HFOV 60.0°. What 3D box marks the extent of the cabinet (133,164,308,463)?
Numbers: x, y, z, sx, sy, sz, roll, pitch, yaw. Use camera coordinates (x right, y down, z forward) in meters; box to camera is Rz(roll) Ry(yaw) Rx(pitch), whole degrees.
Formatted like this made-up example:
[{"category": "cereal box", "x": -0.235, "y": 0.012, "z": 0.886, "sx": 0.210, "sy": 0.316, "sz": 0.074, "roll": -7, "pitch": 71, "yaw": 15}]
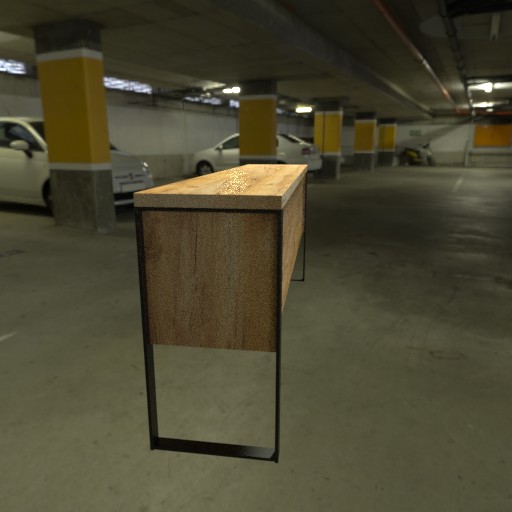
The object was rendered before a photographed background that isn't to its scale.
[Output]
[{"category": "cabinet", "x": 0.000, "y": 0.000, "z": 2.065, "sx": 0.395, "sy": 0.762, "sz": 1.800, "roll": 2, "pitch": 14, "yaw": 8}]
